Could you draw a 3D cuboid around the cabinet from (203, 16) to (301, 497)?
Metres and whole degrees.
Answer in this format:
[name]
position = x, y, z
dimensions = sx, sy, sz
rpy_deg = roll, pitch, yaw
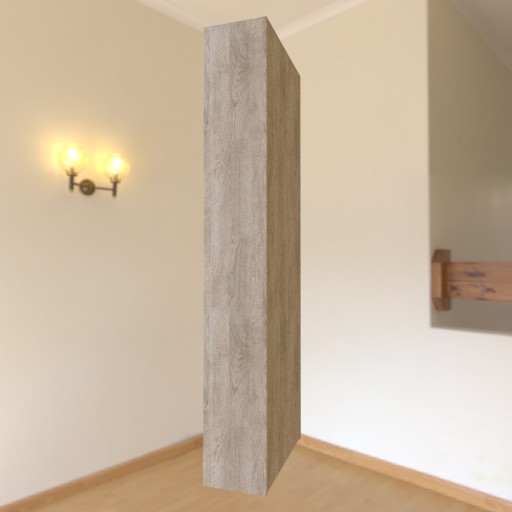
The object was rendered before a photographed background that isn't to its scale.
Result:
[cabinet]
position = 0.000, 0.000, 1.788
dimensions = 0.250, 1.630, 0.520
rpy_deg = 0, -1, 19
